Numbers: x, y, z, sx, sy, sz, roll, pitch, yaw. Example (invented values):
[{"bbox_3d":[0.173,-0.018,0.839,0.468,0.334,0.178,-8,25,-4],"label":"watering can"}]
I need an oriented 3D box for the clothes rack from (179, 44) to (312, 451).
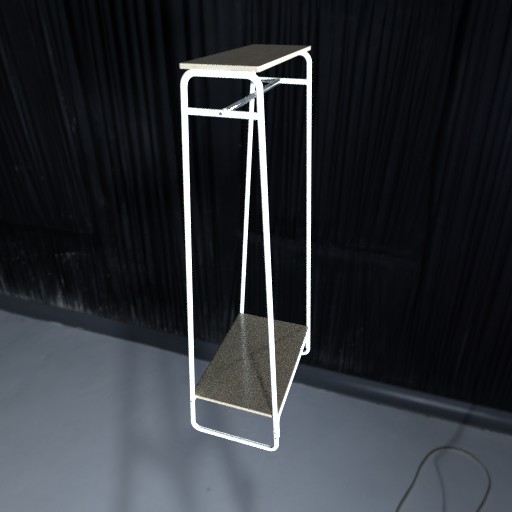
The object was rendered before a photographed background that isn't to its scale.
[{"bbox_3d":[0.000,0.000,1.809,0.400,1.512,0.640,9,31,16],"label":"clothes rack"}]
